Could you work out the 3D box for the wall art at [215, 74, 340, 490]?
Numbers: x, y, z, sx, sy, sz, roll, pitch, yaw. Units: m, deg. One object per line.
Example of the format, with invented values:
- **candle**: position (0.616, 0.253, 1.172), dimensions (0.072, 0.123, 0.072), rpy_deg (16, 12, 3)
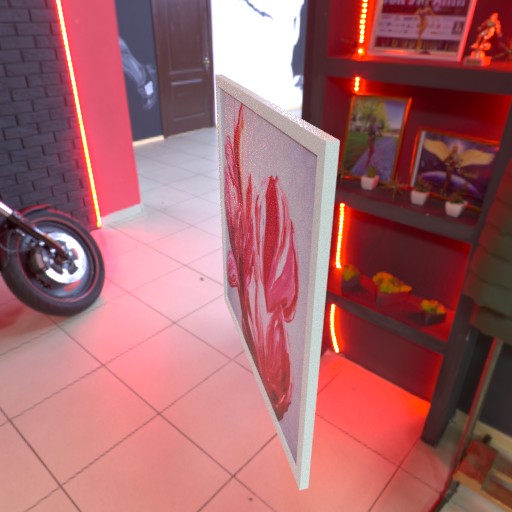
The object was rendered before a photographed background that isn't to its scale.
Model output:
- **wall art**: position (0.000, 0.000, 1.168), dimensions (0.022, 0.803, 0.805), rpy_deg (-8, 30, -14)
